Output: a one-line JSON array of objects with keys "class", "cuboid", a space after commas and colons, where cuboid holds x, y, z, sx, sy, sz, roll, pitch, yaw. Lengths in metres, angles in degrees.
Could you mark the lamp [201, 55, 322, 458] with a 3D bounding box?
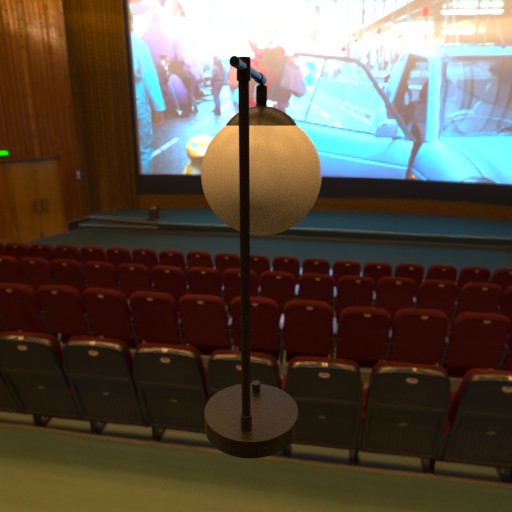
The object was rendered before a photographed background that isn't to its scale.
[{"class": "lamp", "cuboid": [0.000, 0.000, 0.709, 0.197, 0.559, 0.316, 2, 17, 8]}]
